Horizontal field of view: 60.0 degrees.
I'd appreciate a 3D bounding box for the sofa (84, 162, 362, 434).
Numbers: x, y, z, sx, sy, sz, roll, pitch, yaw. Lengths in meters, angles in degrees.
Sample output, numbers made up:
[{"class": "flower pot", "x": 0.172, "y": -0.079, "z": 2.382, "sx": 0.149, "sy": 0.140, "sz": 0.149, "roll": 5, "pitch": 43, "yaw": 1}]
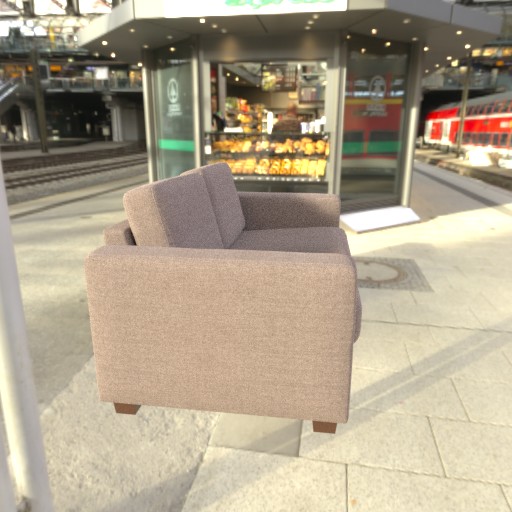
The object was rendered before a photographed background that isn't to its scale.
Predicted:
[{"class": "sofa", "x": 0.000, "y": 0.000, "z": 2.093, "sx": 0.900, "sy": 0.800, "sz": 1.520, "roll": 2, "pitch": 16, "yaw": 8}]
